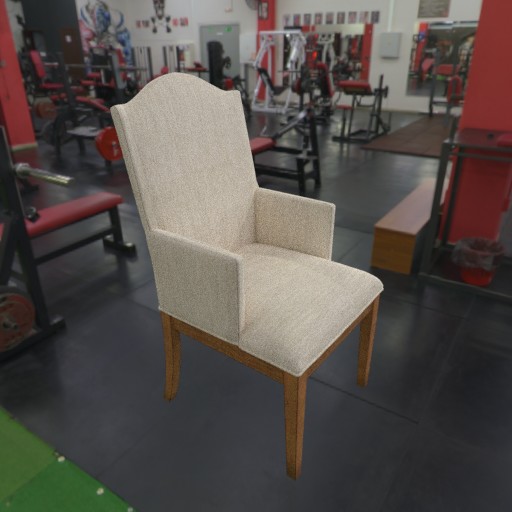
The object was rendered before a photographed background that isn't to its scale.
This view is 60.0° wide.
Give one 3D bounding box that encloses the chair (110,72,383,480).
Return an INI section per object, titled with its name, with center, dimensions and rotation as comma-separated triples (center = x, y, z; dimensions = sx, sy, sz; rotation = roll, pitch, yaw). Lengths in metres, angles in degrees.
[chair]
center = 0.000, 0.000, 1.352
dimensions = 0.641, 1.016, 0.533
rotation = 18, 31, 32
